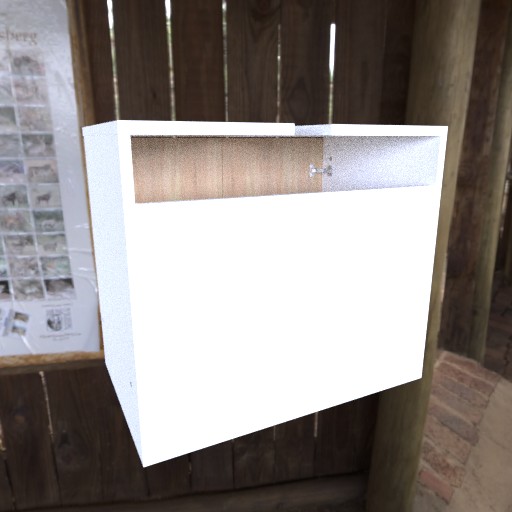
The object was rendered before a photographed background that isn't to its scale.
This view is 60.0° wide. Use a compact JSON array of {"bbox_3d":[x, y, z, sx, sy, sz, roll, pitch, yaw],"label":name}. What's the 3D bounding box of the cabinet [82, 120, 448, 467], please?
[{"bbox_3d":[0.000,0.000,0.934,0.600,0.522,0.400,-7,16,-26],"label":"cabinet"}]
